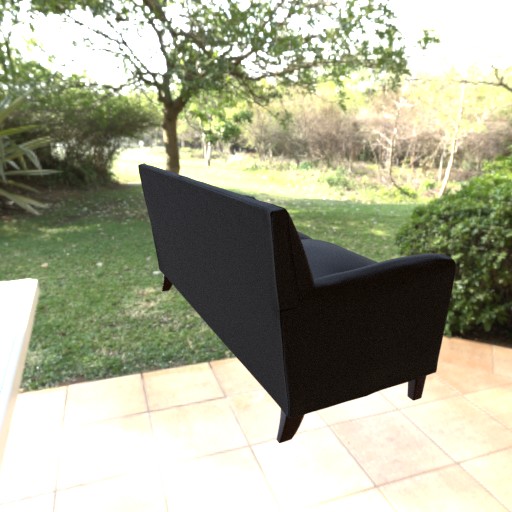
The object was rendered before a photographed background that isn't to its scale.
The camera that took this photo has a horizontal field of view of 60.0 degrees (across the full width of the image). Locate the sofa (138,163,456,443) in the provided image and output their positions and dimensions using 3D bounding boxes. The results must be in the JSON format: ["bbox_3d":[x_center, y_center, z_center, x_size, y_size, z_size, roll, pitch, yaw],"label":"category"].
[{"bbox_3d":[0.000,0.000,2.433,0.843,0.907,2.002,-7,17,-24],"label":"sofa"}]
